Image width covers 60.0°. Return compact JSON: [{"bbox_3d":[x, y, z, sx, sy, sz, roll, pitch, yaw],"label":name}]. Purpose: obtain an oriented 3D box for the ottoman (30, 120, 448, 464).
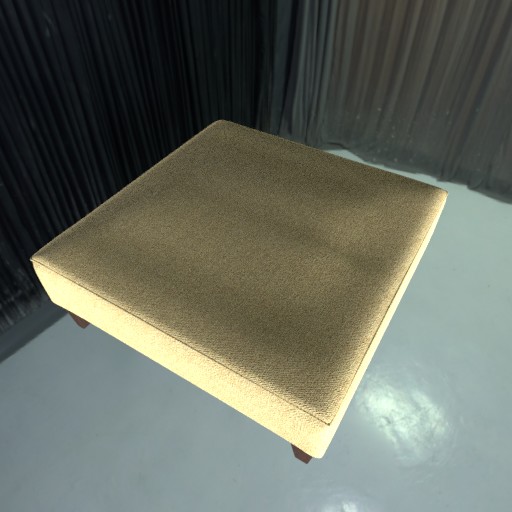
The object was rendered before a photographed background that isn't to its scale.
[{"bbox_3d":[0.000,0.000,1.507,0.970,0.378,0.981,23,49,22],"label":"ottoman"}]
